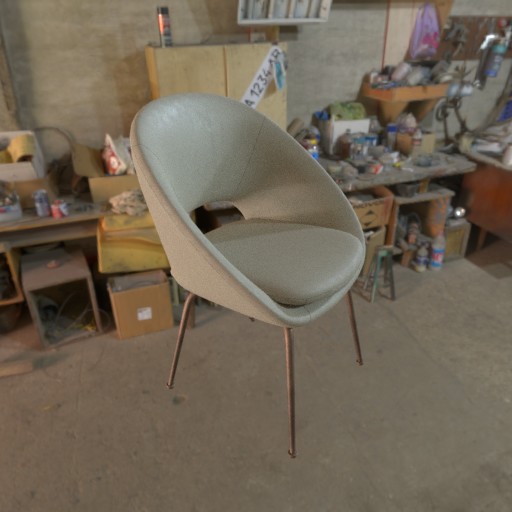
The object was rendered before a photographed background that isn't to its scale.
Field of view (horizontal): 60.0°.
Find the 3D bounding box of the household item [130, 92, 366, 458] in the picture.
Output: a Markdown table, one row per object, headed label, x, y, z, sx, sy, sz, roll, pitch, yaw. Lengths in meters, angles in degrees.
| label | x | y | z | sx | sy | sz | roll | pitch | yaw |
| --- | --- | --- | --- | --- | --- | --- | --- | --- | --- |
| household item | 0.000 | 0.000 | 1.279 | 0.573 | 0.852 | 0.623 | 17 | 31 | 31 |
